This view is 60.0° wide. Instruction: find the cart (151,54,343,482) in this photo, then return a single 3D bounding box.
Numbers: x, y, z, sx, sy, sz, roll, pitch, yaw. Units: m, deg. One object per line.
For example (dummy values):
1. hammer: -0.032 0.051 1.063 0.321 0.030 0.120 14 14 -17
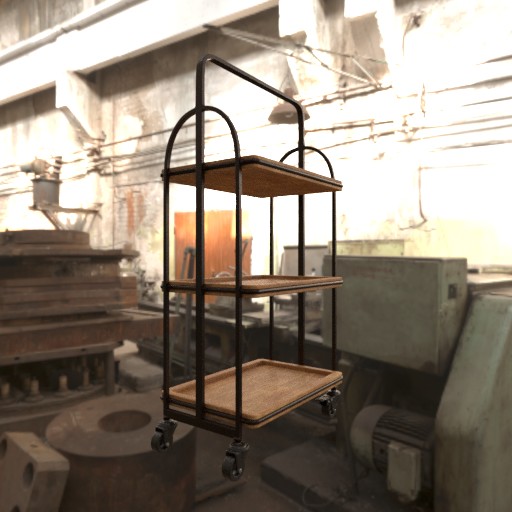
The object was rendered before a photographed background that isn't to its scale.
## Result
1. cart: 0.000 0.000 1.263 0.327 1.001 0.553 0 0 36
